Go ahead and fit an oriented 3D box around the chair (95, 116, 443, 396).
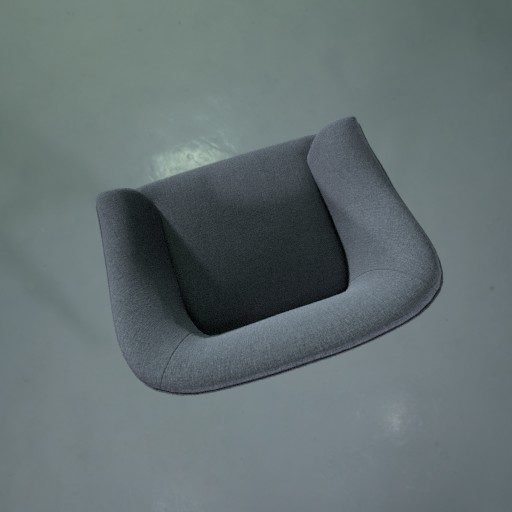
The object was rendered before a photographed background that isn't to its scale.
[{"bbox_3d":[0.000,0.000,1.380,0.798,0.815,0.704,-18,76,-5],"label":"chair"}]
